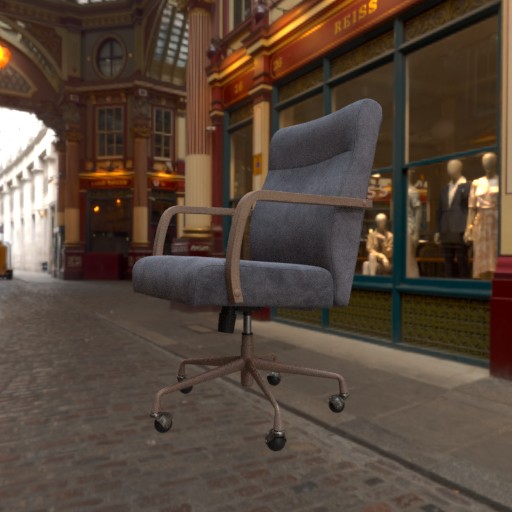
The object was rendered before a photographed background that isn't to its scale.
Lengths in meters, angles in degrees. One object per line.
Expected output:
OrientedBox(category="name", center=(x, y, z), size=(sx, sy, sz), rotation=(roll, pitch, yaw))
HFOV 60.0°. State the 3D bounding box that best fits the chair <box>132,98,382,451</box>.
OrientedBox(category="chair", center=(0.000, 0.000, 1.478), size=(0.741, 1.029, 0.640), rotation=(-1, 1, -34))
